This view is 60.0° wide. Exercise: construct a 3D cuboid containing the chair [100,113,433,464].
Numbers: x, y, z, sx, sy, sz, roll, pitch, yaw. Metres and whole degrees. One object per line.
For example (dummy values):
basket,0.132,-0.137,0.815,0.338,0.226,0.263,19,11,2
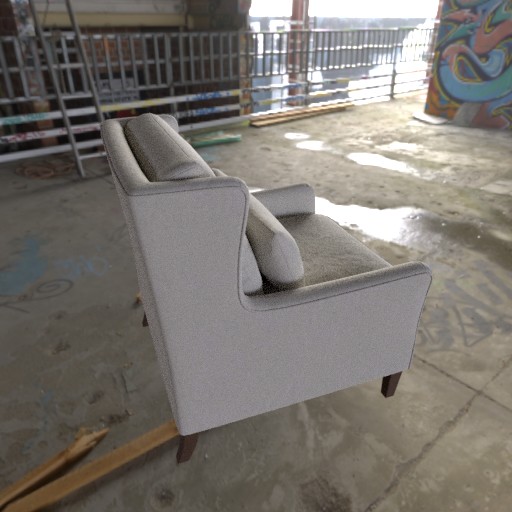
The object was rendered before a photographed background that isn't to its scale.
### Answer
chair,0.000,0.000,1.823,1.040,1.056,0.982,-10,30,-18
